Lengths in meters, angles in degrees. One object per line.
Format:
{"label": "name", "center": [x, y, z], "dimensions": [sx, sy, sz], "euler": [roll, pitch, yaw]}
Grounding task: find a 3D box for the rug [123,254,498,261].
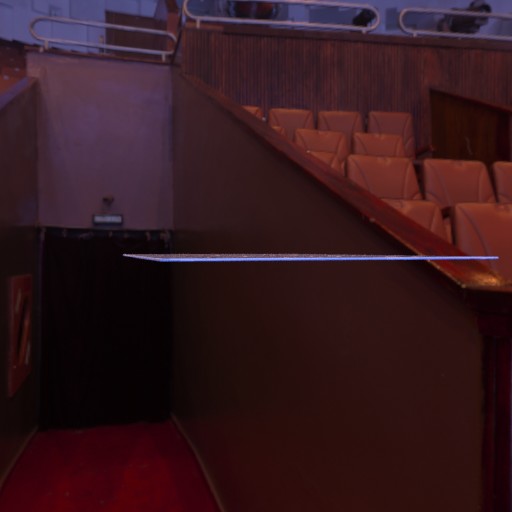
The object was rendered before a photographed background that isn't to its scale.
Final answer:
{"label": "rug", "center": [0.000, 0.000, 2.825], "dimensions": [1.522, 0.008, 2.284], "euler": [0, 1, -20]}
